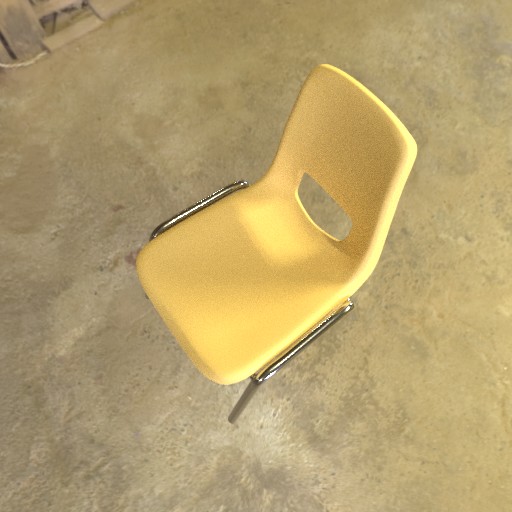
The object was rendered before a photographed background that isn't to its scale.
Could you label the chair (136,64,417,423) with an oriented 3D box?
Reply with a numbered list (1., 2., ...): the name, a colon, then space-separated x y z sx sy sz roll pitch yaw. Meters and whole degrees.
1. chair: 0.000 0.000 0.778 0.385 0.536 0.354 -34 69 -15
